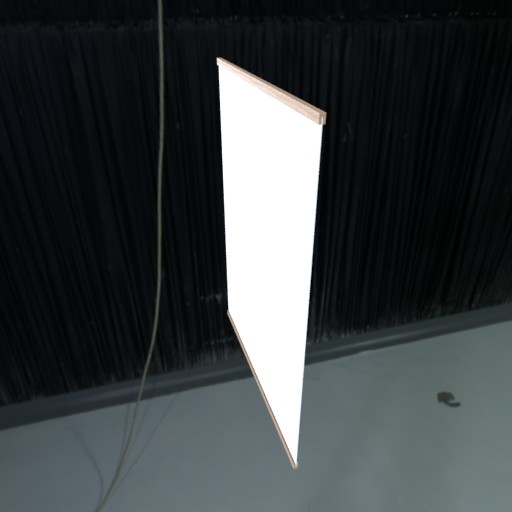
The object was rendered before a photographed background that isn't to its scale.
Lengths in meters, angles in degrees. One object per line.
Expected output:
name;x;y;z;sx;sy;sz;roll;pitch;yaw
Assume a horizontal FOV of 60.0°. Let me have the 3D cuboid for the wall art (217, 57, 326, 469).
wall art;0.000;0.000;1.343;0.013;1.016;0.758;-9;32;-15
